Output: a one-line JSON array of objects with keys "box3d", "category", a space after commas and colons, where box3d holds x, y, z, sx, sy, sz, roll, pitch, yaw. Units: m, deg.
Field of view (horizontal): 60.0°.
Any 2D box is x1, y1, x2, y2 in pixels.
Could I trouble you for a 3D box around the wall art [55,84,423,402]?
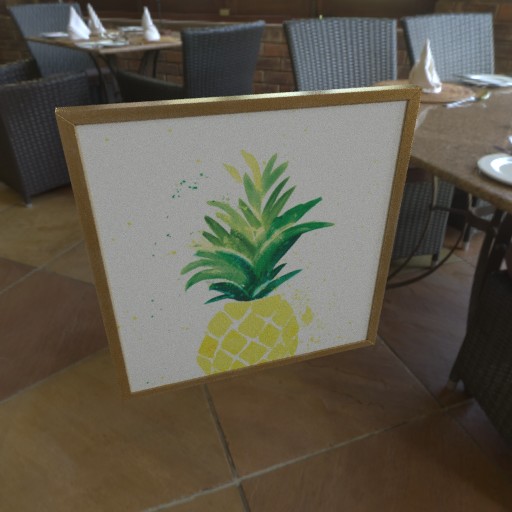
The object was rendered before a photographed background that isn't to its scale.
[{"box3d": [0.000, 0.000, 1.099, 0.762, 0.760, 0.037, -9, 33, -15], "category": "wall art"}]
